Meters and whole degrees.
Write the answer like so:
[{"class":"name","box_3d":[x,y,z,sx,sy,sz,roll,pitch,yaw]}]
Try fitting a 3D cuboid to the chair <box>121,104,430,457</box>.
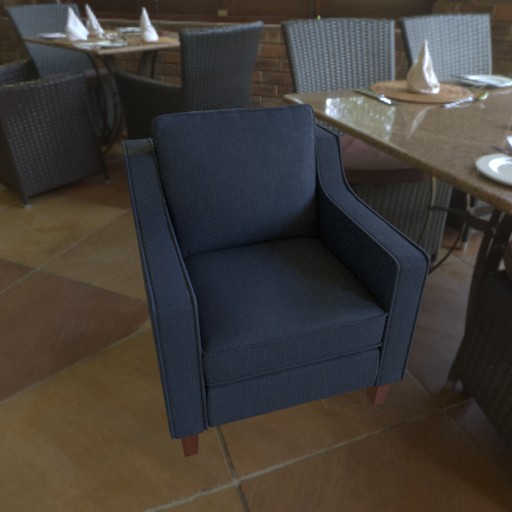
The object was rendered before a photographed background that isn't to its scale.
[{"class":"chair","box_3d":[0.000,0.000,1.655,0.831,0.960,0.909,-9,33,-15]}]
